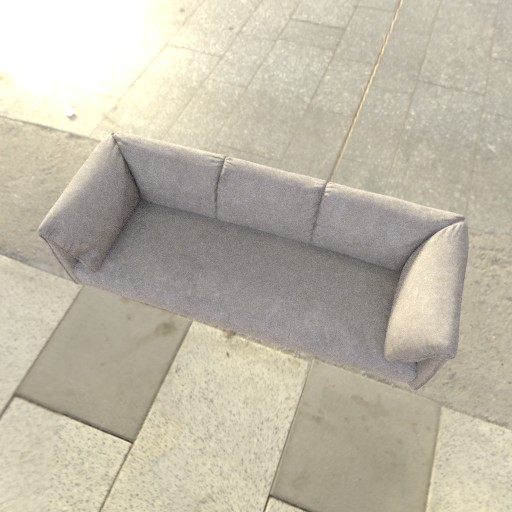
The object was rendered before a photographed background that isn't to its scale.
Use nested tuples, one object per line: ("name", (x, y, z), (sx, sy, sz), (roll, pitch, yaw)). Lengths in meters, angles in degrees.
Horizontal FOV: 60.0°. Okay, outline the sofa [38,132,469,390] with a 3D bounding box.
("sofa", (0.000, 0.000, 2.684), (2.238, 0.758, 0.899), (16, 59, 10))
